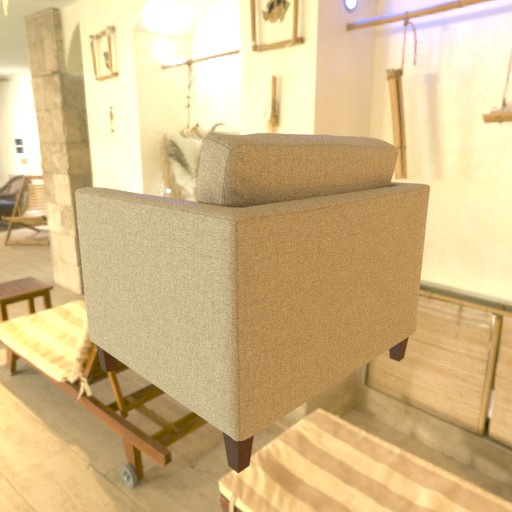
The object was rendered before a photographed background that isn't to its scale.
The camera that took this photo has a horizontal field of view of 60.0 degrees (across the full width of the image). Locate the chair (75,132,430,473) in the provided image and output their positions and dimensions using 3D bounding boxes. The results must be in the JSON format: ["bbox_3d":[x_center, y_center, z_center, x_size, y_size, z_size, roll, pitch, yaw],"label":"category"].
[{"bbox_3d":[0.000,0.000,1.814,1.107,0.961,0.959,-14,20,-43],"label":"chair"}]
